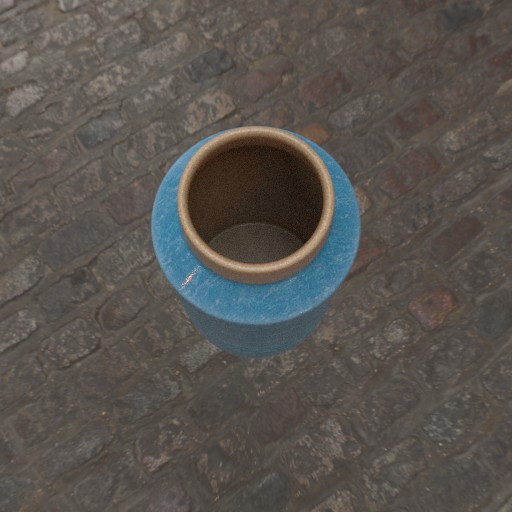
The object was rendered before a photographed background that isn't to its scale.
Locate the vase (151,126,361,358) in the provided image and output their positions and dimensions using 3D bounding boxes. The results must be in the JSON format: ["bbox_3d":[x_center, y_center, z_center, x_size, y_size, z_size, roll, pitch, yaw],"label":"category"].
[{"bbox_3d":[0.000,0.000,0.381,0.163,0.267,0.163,0,75,0],"label":"vase"}]
